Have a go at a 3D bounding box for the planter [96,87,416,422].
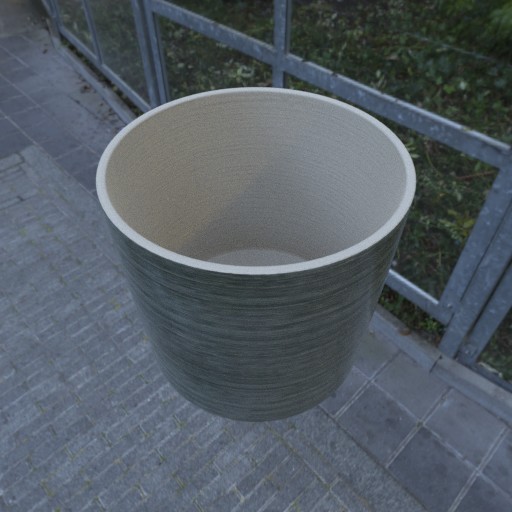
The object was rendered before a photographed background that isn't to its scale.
[{"bbox_3d":[0.000,0.000,0.387,0.221,0.201,0.221,0,46,0],"label":"planter"}]
